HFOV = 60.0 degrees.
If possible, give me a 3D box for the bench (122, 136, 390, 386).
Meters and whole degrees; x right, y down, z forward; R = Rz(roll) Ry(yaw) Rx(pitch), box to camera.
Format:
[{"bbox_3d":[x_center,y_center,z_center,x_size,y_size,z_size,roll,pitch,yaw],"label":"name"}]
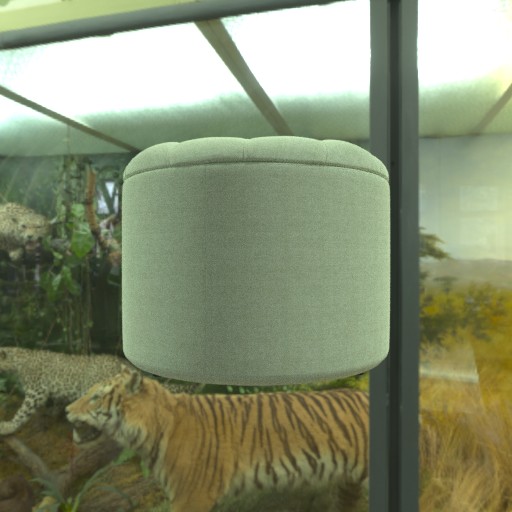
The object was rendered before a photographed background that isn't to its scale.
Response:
[{"bbox_3d":[0.000,0.000,1.036,0.600,0.453,0.600,0,0,0],"label":"bench"}]
